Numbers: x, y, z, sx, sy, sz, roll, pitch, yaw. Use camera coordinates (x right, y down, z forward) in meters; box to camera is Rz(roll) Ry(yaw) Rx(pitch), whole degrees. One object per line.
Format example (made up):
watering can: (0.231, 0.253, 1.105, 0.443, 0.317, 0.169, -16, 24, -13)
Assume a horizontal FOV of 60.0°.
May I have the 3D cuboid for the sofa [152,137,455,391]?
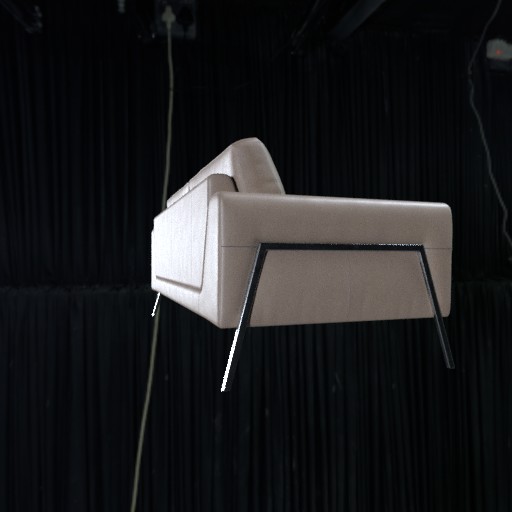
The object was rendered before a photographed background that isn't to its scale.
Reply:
sofa: (0.000, 0.000, 2.508, 0.953, 0.875, 2.017, 0, -1, -19)
